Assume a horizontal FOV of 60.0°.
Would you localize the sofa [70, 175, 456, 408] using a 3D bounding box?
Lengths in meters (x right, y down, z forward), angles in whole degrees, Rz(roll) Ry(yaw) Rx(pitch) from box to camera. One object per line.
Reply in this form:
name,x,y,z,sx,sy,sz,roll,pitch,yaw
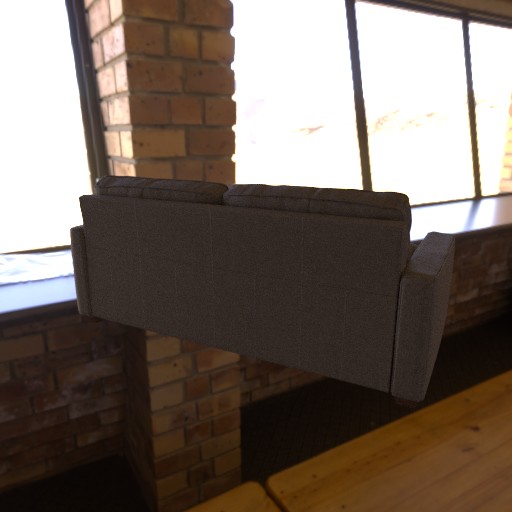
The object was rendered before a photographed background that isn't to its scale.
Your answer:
sofa,0.000,0.000,2.584,2.080,0.919,0.940,8,18,27
